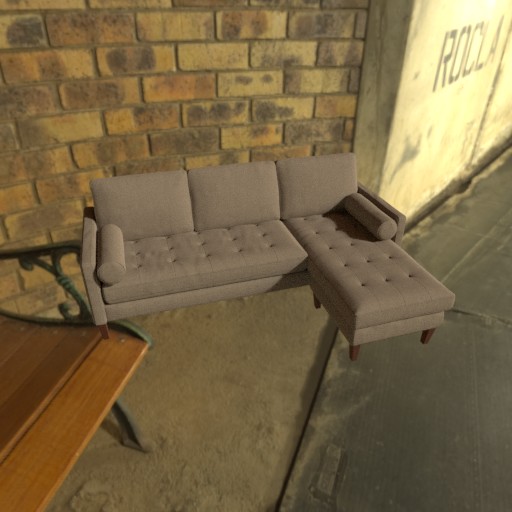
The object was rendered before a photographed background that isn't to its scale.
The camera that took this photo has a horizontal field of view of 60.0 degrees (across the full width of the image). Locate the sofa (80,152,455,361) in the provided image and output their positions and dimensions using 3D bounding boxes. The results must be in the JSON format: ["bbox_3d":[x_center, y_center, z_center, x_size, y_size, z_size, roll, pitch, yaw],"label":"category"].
[{"bbox_3d":[0.000,0.000,2.965,2.178,0.875,1.506,-9,32,-14],"label":"sofa"}]
